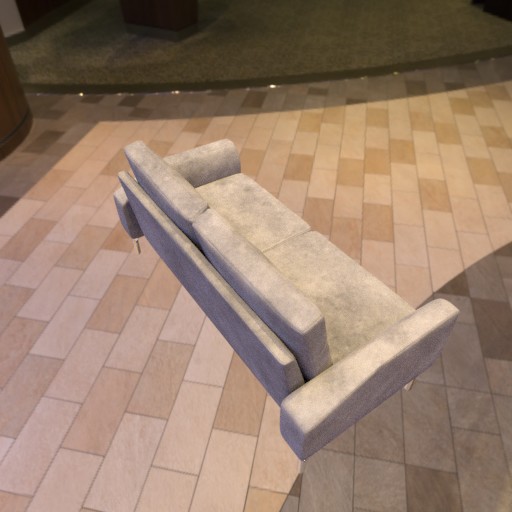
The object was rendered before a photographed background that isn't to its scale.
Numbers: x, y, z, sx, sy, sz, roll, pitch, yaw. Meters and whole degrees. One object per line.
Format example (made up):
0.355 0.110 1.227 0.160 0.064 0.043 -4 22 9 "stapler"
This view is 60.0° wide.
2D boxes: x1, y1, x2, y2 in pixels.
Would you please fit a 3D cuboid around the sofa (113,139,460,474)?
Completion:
0.000 0.000 2.338 0.849 0.859 1.837 -25 48 -25 "sofa"
